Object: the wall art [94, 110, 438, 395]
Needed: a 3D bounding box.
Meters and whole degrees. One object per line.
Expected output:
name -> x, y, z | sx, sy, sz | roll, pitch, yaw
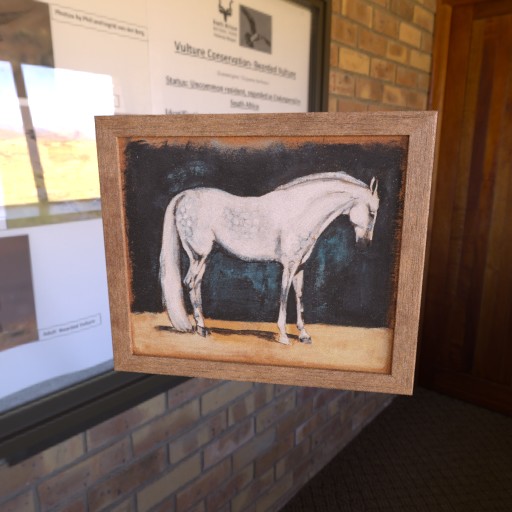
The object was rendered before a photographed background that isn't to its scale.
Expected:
wall art -> 0.000, 0.000, 0.959 | 0.690, 0.588, 0.026 | 2, 13, 9
